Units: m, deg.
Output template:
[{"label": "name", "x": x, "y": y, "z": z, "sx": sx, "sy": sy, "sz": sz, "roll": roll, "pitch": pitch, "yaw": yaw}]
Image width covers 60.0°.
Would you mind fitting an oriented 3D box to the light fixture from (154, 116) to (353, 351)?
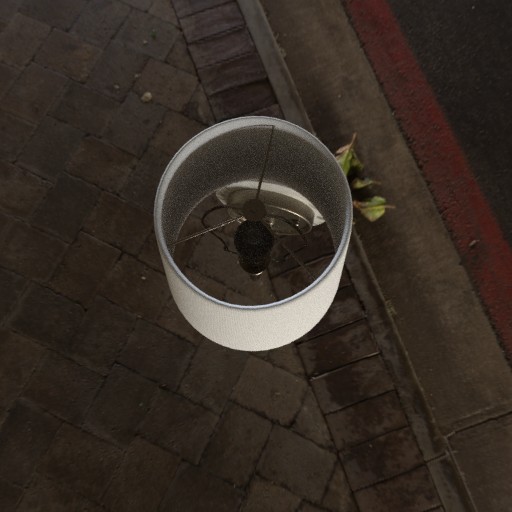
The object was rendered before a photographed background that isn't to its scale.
[{"label": "light fixture", "x": 0.000, "y": 0.000, "z": 0.445, "sx": 0.168, "sy": 0.337, "sz": 0.188, "roll": 13, "pitch": 78, "yaw": 3}]
